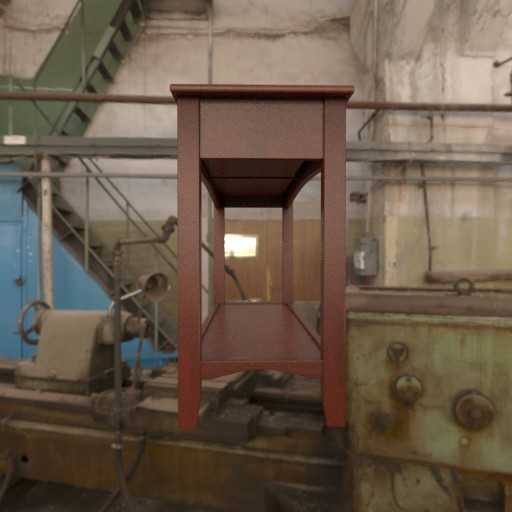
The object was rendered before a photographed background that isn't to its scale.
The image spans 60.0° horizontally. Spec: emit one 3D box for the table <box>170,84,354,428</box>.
[{"bbox_3d":[0.000,0.000,1.532,0.392,0.739,1.188,0,1,-1],"label":"table"}]
